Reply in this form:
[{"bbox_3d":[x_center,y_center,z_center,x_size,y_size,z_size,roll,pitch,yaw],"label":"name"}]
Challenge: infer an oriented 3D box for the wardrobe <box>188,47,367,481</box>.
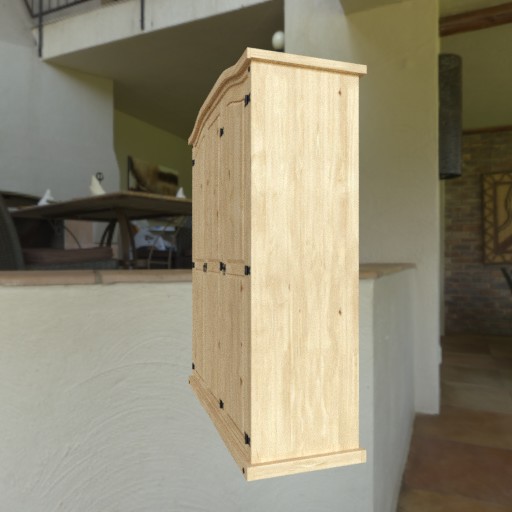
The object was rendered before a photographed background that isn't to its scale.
[{"bbox_3d":[0.000,0.000,2.632,0.570,1.870,1.500,0,0,-18],"label":"wardrobe"}]
